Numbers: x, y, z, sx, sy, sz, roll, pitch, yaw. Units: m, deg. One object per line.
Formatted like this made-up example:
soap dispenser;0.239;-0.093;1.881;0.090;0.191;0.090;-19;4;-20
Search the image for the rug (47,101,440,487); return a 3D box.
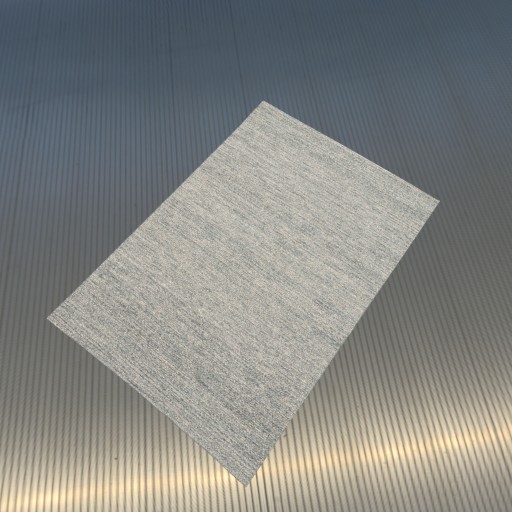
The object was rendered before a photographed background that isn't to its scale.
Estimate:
rug;0.000;0.000;3.040;1.616;0.030;2.338;34;69;15
